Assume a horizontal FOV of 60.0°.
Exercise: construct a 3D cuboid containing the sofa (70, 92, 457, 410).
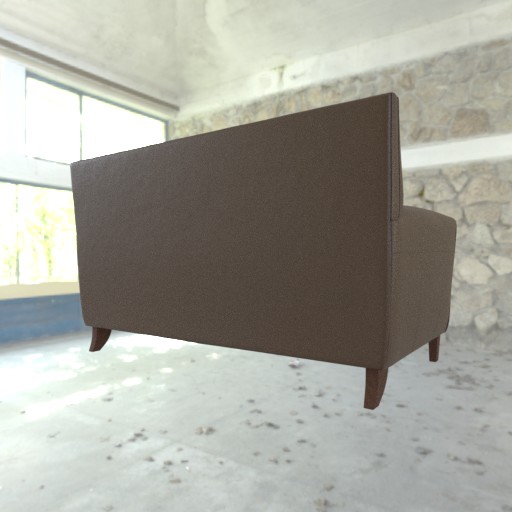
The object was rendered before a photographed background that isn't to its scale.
[{"bbox_3d":[0.000,0.000,1.913,1.468,0.859,0.853,0,0,36],"label":"sofa"}]
